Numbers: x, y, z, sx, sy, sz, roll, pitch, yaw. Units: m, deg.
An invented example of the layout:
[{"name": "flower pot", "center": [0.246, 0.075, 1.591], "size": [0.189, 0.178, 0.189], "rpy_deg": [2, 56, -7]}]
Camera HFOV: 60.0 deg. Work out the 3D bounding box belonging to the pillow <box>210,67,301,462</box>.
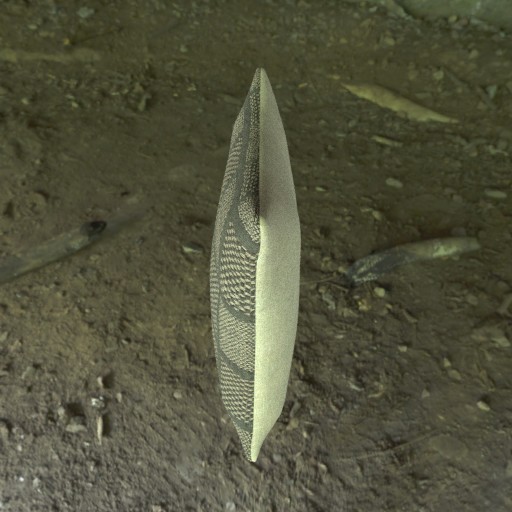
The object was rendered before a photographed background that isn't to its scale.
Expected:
[{"name": "pillow", "center": [0.000, 0.000, 0.679], "size": [0.138, 0.432, 0.435], "rpy_deg": [0, 39, 1]}]
